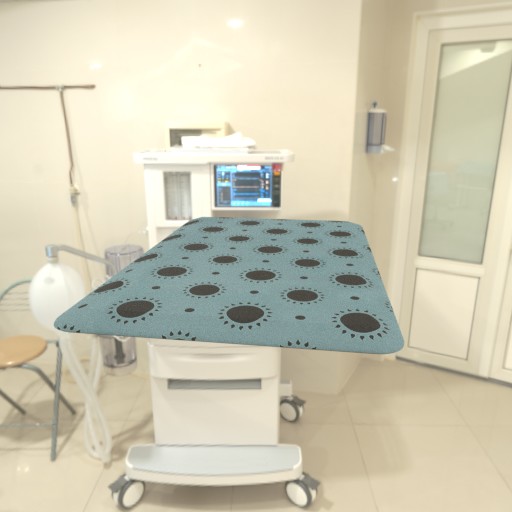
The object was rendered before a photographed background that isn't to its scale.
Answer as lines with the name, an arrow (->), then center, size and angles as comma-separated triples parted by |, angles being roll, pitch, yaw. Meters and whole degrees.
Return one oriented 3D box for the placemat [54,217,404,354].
placemat -> 0.000, 0.000, 0.960 | 0.508, 0.021, 0.762 | 2, 17, 8
